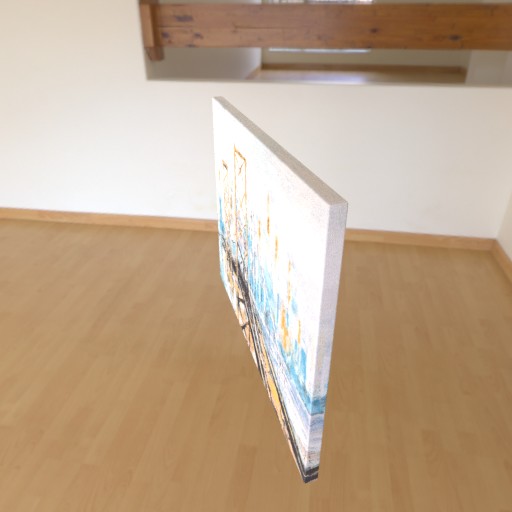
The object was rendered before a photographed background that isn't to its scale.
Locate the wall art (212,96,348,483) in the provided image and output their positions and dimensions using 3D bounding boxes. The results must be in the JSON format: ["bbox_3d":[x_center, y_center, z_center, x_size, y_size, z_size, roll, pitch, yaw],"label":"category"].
[{"bbox_3d":[0.000,0.000,1.356,0.038,0.762,1.016,-8,31,-14],"label":"wall art"}]
